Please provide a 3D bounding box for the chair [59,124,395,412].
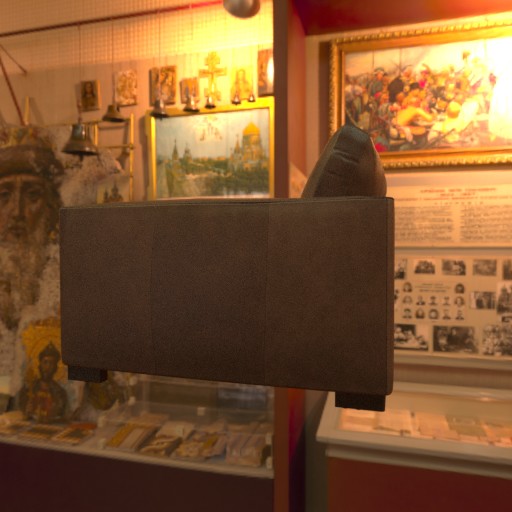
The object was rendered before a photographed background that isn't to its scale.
[{"bbox_3d":[0.000,0.000,1.792,1.069,0.812,1.100,0,1,17],"label":"chair"}]
